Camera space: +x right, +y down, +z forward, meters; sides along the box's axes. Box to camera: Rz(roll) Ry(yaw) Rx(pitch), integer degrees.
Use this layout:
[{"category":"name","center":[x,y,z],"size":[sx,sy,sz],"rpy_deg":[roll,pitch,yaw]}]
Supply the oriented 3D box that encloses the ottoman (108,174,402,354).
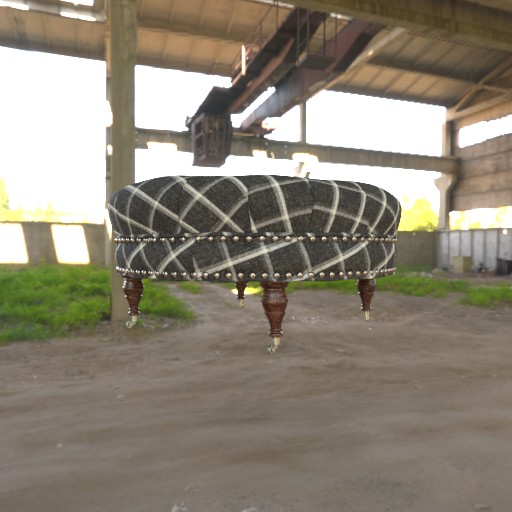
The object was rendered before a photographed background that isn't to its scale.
[{"category":"ottoman","center":[0.000,0.000,1.411],"size":[0.901,0.439,0.901],"rpy_deg":[0,1,0]}]
